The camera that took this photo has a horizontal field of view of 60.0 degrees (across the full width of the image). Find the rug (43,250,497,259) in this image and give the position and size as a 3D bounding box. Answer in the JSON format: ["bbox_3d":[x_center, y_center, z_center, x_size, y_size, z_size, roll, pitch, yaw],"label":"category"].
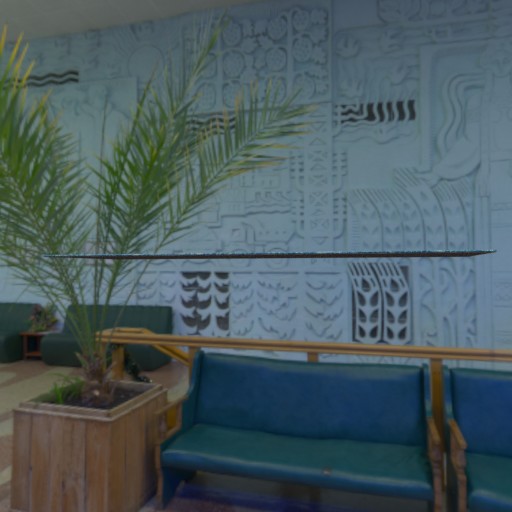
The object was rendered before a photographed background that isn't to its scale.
[{"bbox_3d":[0.000,0.000,2.650,2.435,0.011,0.750,-1,-2,17],"label":"rug"}]
